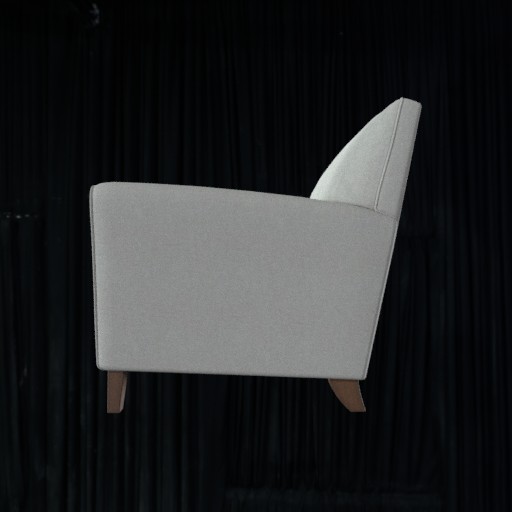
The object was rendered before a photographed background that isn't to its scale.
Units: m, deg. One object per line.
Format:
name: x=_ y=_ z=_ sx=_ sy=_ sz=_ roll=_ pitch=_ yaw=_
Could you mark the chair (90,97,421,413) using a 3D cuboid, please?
chair: x=0.000 y=0.000 z=1.550 sx=0.871 sy=0.846 sz=0.840 roll=0 pitch=0 yaw=0
